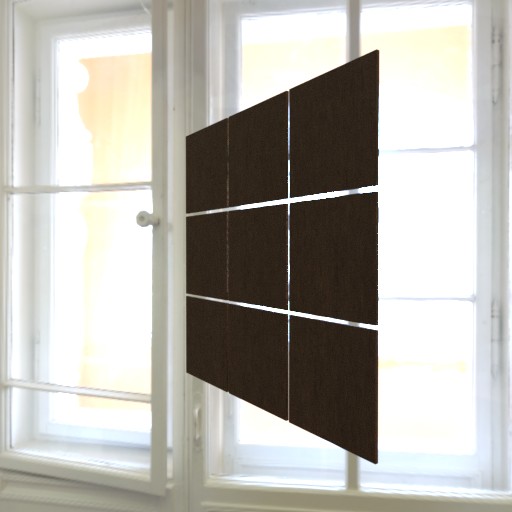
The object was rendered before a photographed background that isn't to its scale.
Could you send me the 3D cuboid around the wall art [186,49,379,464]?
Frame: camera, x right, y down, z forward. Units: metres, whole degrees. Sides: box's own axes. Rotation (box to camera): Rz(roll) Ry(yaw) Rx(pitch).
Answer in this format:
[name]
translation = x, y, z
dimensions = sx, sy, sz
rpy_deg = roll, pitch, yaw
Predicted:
[wall art]
translation = 0.000, 0.000, 2.249
dimensions = 0.014, 1.525, 1.527
rpy_deg = 0, 1, -36
